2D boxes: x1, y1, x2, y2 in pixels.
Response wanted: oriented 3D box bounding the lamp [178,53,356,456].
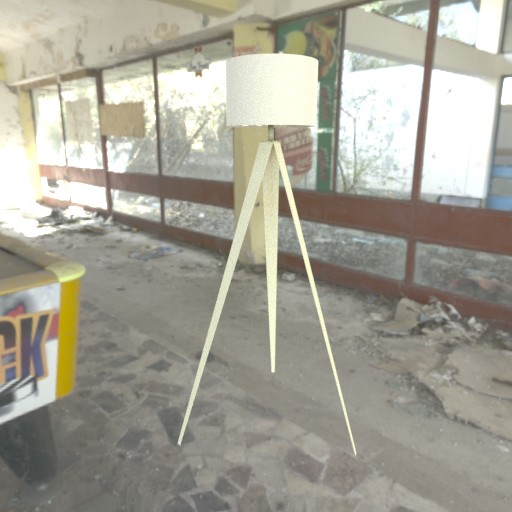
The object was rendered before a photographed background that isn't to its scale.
[{"bbox_3d":[0.000,0.000,1.899,0.724,1.524,0.716,-2,15,-9],"label":"lamp"}]
